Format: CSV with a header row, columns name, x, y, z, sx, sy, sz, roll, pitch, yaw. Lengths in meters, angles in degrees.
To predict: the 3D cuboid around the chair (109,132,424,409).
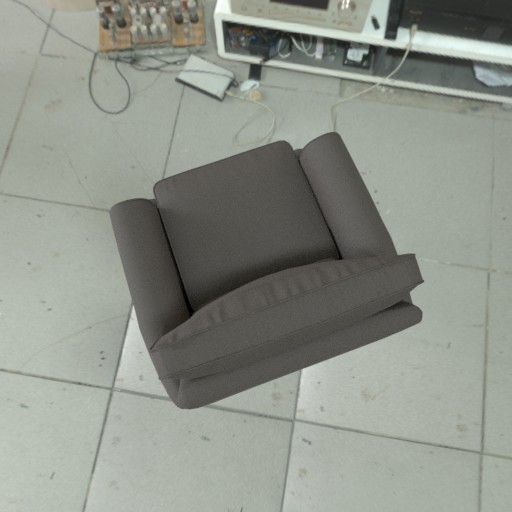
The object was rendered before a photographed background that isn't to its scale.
name,x,y,z,sx,sy,sz,roll,pitch,yaw
chair,0.000,0.000,1.823,1.029,0.967,0.966,-19,77,-5
